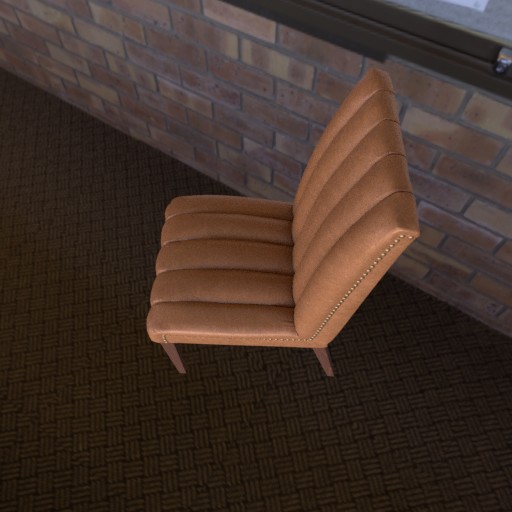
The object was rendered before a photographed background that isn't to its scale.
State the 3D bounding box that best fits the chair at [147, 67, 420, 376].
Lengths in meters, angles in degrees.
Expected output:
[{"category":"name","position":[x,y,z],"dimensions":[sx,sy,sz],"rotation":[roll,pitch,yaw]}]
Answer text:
[{"category":"chair","position":[0.000,0.000,1.379],"dimensions":[0.647,1.016,0.511],"rotation":[2,59,1]}]
